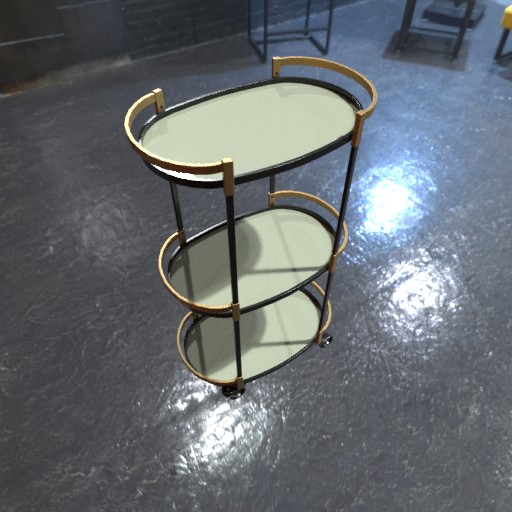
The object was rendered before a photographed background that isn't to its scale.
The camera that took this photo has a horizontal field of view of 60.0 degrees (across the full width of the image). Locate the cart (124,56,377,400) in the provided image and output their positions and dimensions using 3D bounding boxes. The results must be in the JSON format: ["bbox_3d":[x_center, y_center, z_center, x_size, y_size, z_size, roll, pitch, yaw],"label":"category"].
[{"bbox_3d":[0.000,0.000,1.188,0.515,0.885,0.311,-25,52,-21],"label":"cart"}]
